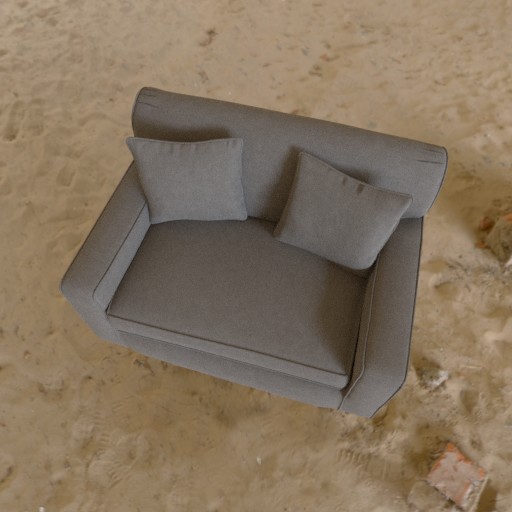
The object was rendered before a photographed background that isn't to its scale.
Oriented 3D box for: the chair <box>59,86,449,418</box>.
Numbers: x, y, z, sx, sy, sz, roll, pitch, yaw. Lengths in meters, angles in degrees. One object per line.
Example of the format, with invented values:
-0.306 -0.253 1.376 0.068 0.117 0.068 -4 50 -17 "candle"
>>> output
0.000 0.000 2.022 1.395 0.953 0.992 14 59 9 "chair"
